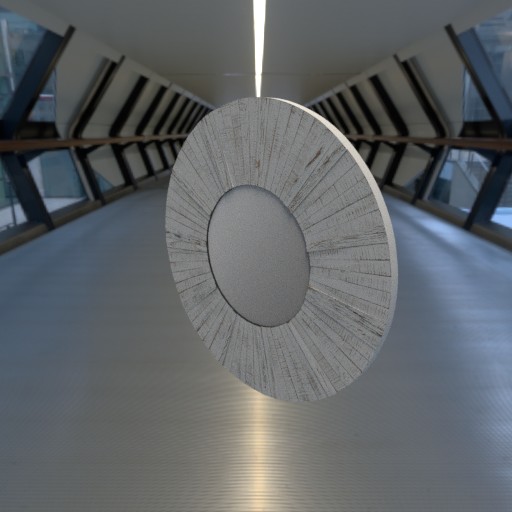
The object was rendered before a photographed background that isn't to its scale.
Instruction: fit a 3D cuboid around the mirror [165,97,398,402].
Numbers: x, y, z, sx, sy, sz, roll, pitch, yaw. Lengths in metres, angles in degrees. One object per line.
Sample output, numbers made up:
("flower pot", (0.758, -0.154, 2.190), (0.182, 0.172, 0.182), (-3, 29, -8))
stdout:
("mirror", (0.000, 0.000, 1.355), (0.914, 0.914, 0.038), (16, 23, 42))
